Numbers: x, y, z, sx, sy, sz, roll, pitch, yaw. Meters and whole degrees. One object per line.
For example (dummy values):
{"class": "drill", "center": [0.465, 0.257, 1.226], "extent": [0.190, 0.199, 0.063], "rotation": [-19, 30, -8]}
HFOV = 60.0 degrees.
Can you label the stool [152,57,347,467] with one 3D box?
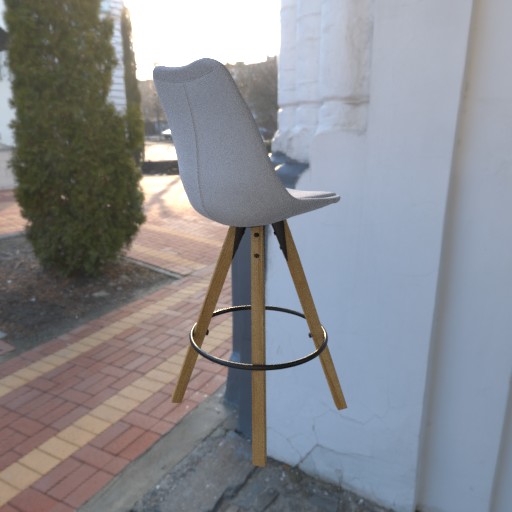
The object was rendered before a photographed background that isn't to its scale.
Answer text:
{"class": "stool", "center": [0.000, 0.000, 1.437], "extent": [0.550, 1.115, 0.484], "rotation": [-15, 22, -42]}
